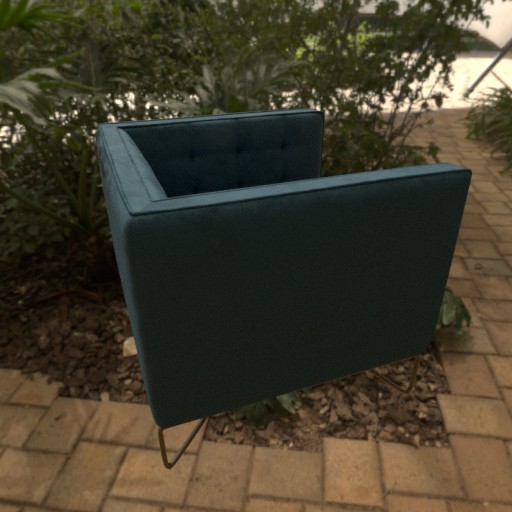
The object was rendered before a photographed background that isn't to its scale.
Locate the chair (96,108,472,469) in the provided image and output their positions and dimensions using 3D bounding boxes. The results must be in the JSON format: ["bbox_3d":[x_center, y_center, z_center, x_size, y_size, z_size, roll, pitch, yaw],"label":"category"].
[{"bbox_3d":[0.000,0.000,1.516,0.894,0.790,0.880,-11,31,-18],"label":"chair"}]
